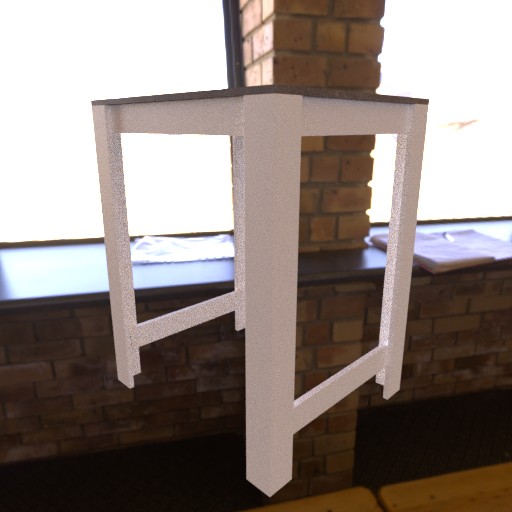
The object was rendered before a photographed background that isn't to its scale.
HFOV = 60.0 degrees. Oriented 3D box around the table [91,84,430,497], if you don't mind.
[{"bbox_3d":[0.000,0.000,1.530,0.800,1.020,0.700,16,22,43],"label":"table"}]
